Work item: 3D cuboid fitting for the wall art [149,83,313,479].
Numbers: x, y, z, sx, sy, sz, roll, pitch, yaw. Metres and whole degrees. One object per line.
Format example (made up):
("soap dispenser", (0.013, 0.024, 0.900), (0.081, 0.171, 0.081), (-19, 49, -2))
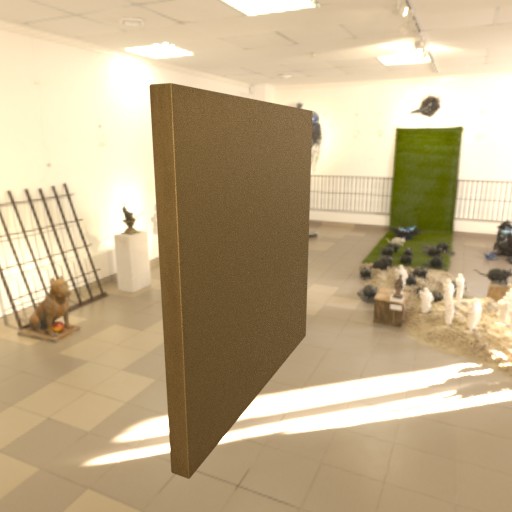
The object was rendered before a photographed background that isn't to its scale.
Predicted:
("wall art", (0.000, 0.000, 0.767), (0.030, 0.506, 0.503), (7, 16, 24))
